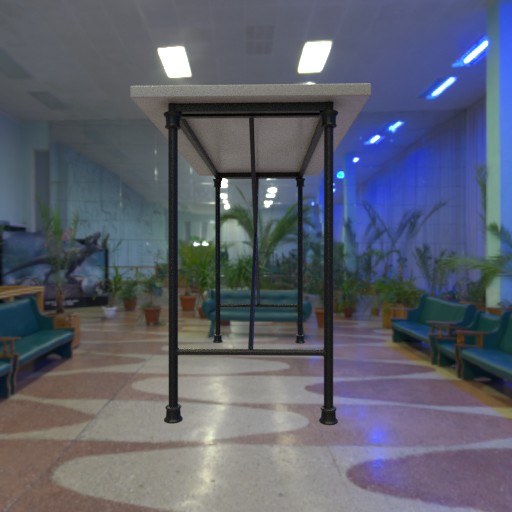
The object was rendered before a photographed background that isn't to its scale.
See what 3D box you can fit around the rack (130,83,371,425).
[{"bbox_3d":[0.000,0.000,1.709,0.613,0.880,1.159,0,0,2],"label":"rack"}]
